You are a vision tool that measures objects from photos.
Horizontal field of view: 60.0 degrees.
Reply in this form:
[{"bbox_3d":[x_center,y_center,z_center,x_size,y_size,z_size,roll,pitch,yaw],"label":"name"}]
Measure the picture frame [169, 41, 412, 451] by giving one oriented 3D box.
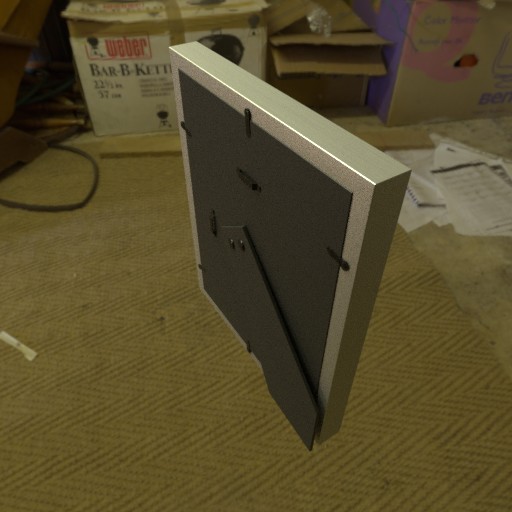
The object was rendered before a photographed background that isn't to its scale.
[{"bbox_3d":[0.000,0.000,0.381,0.036,0.282,0.233,-24,48,-23],"label":"picture frame"}]
